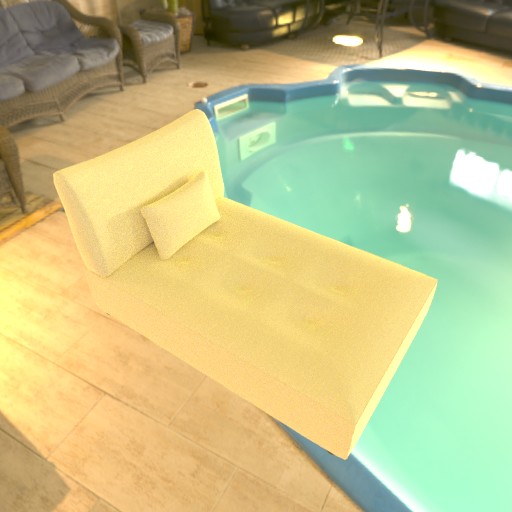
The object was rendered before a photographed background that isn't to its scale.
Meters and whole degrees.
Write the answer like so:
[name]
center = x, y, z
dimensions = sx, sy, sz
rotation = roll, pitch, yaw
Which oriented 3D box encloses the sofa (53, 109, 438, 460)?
[sofa]
center = 0.000, 0.000, 2.032
dimensions = 1.450, 0.820, 0.930
rotation = 24, 45, 26
